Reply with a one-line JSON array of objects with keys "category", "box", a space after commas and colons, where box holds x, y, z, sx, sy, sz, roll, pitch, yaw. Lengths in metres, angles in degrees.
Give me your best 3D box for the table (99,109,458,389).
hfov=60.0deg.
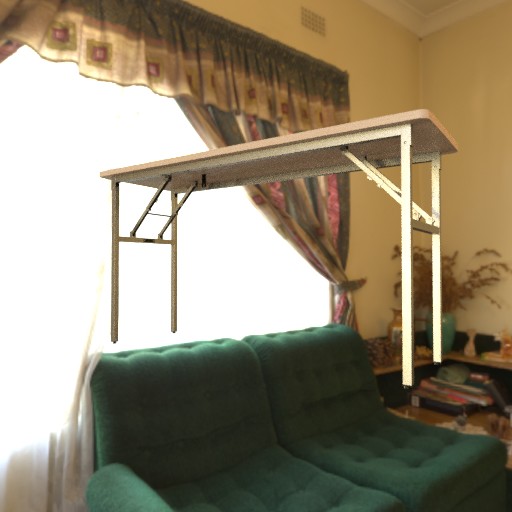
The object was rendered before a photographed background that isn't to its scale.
[{"category": "table", "box": [0.000, 0.000, 1.729, 1.397, 0.750, 0.446, -1, -2, 34]}]
